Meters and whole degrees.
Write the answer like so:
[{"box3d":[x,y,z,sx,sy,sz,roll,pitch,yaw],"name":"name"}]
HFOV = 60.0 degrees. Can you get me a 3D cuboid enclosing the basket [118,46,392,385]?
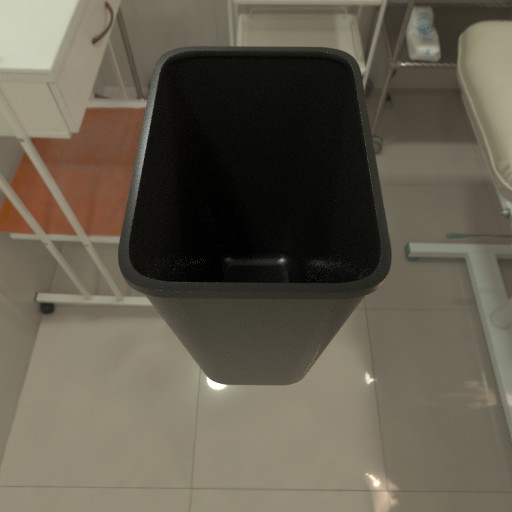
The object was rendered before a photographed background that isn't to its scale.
[{"box3d":[0.000,0.000,0.760,0.287,0.521,0.394,0,59,0],"name":"basket"}]
